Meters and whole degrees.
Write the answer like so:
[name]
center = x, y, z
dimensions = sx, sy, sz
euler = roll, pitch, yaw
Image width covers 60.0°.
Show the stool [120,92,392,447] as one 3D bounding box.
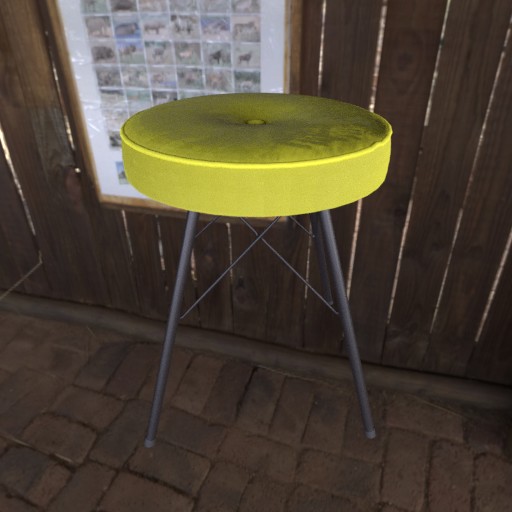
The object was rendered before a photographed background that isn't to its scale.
[stool]
center = 0.000, 0.000, 0.802
dimensions = 0.409, 0.508, 0.409
euler = -1, 31, -2
